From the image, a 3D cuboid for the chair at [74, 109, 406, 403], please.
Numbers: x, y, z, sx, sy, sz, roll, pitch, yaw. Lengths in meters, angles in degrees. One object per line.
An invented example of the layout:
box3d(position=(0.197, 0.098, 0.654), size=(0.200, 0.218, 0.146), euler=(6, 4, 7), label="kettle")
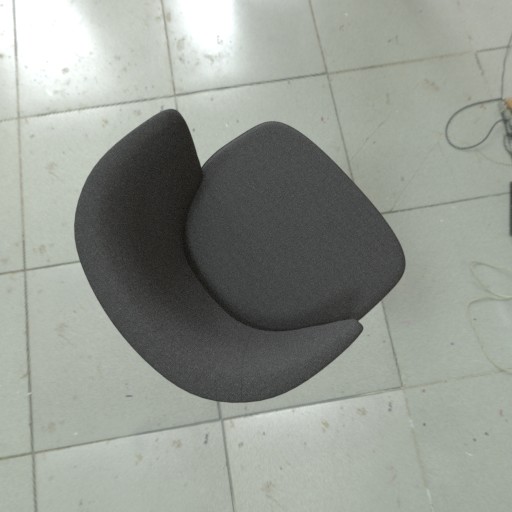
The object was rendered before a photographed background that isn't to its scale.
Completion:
box3d(position=(0.000, 0.000, 1.228), size=(0.698, 0.695, 0.639), euler=(-38, 79, -9), label="chair")
